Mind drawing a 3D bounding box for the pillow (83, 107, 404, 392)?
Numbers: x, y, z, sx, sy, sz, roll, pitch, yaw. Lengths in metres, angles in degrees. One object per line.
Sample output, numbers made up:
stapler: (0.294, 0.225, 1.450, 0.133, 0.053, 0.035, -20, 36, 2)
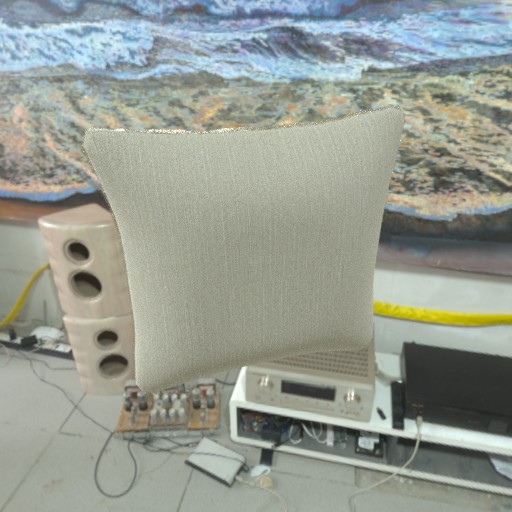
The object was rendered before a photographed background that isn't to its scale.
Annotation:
pillow: (0.000, 0.000, 0.833, 0.538, 0.525, 0.216, -9, 30, -16)
